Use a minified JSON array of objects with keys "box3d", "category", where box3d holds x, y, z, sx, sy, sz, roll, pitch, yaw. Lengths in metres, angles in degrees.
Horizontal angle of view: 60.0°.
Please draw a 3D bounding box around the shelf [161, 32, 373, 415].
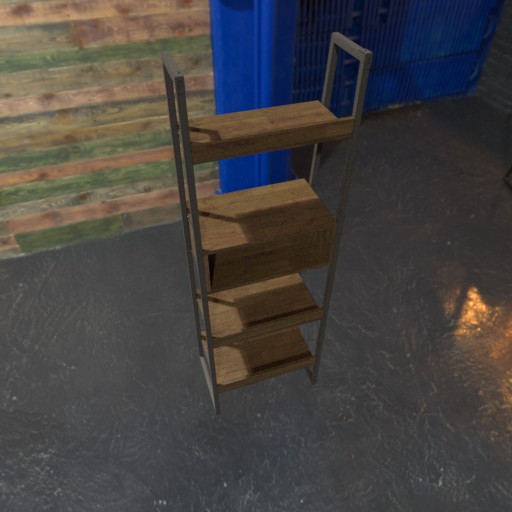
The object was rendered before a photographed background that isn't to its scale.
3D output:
[{"box3d":[0.000,0.000,2.200,0.652,2.005,0.454,-13,44,-14],"category":"shelf"}]
